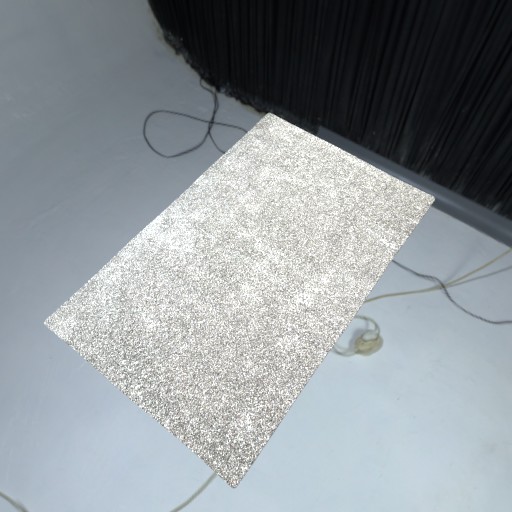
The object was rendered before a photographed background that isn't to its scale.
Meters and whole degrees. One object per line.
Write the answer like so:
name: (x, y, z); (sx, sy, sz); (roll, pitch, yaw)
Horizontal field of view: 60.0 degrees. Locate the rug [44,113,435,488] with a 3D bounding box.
rug: (0.000, 0.000, 2.970); (1.502, 0.025, 2.350); (33, 64, 18)
